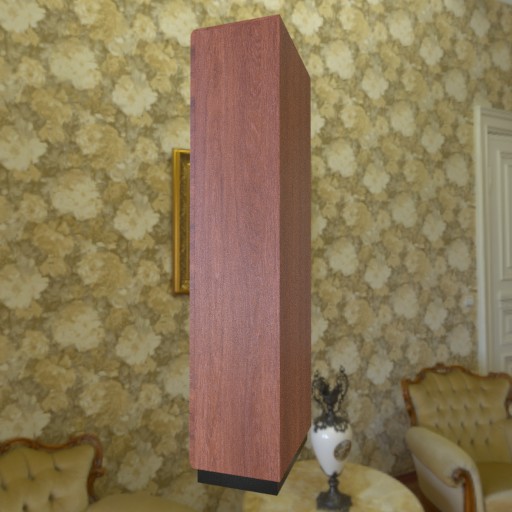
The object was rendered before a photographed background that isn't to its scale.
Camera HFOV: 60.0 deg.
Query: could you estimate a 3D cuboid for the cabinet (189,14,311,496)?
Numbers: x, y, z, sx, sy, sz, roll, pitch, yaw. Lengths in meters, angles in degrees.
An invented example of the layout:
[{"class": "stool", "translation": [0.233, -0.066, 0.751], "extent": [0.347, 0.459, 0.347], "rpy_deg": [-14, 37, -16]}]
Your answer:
[{"class": "cabinet", "translation": [0.000, 0.000, 2.186], "extent": [0.420, 1.980, 0.660], "rpy_deg": [0, -1, 18]}]
